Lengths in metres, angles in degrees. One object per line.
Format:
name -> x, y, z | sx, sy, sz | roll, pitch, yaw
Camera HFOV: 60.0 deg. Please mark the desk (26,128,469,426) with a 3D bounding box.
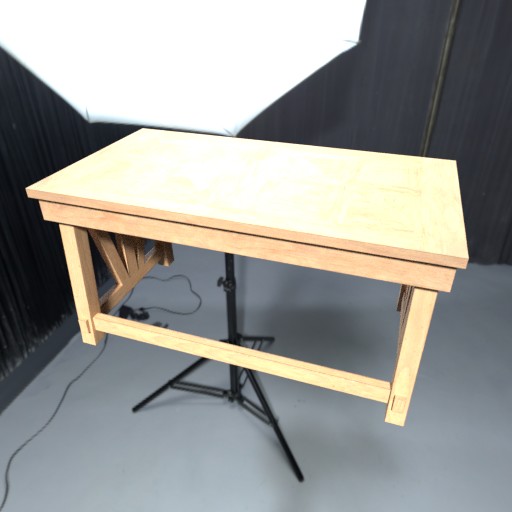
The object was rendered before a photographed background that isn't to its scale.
desk -> 0.000, 0.000, 1.940 | 1.499, 0.762, 0.813 | 10, 33, 16
